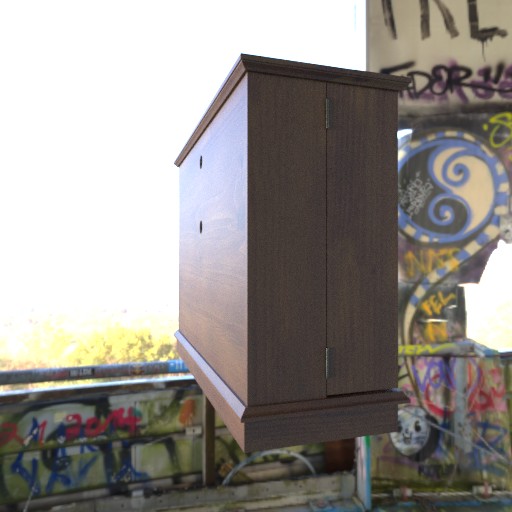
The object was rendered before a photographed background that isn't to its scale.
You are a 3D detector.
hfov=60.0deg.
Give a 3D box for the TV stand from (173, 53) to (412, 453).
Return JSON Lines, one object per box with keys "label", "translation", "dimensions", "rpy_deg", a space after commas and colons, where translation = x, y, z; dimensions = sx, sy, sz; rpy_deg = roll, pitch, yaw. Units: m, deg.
{"label": "TV stand", "translation": [0.000, 0.000, 1.458], "dimensions": [0.406, 0.813, 1.067], "rpy_deg": [0, 0, -18]}
